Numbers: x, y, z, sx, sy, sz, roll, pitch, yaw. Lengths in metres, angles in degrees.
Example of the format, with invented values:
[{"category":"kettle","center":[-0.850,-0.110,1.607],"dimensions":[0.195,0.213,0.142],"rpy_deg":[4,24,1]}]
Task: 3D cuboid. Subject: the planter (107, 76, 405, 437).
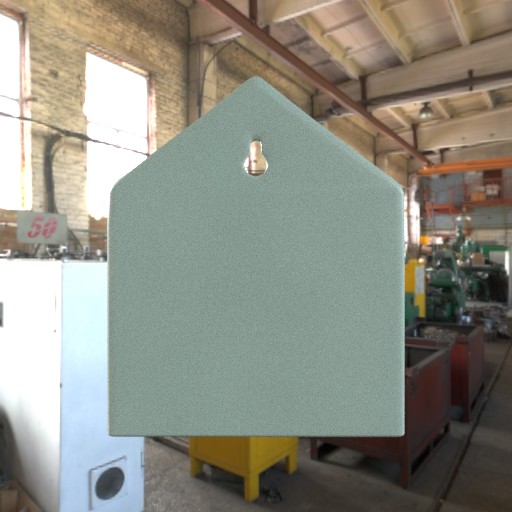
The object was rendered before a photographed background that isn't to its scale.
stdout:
[{"category":"planter","center":[0.000,0.000,0.281],"dimensions":[0.164,0.197,0.079],"rpy_deg":[0,0,0]}]
